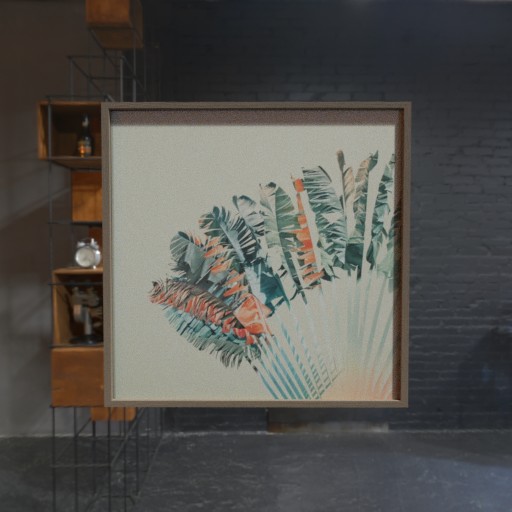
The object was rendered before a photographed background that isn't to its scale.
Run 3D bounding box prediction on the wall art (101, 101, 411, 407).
[{"bbox_3d":[0.000,0.000,1.119,0.761,0.758,0.038,0,2,0],"label":"wall art"}]
